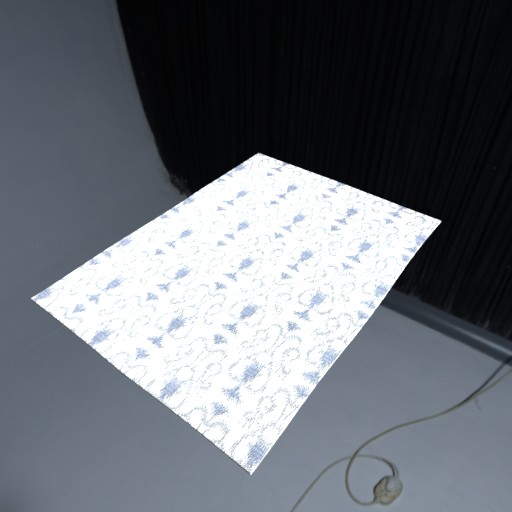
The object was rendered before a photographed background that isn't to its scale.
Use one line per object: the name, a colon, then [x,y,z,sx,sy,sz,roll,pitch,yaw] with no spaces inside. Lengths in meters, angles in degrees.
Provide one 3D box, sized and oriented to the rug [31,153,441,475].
rug: [0.000,0.000,2.933,1.676,0.013,2.261,27,48,27]
